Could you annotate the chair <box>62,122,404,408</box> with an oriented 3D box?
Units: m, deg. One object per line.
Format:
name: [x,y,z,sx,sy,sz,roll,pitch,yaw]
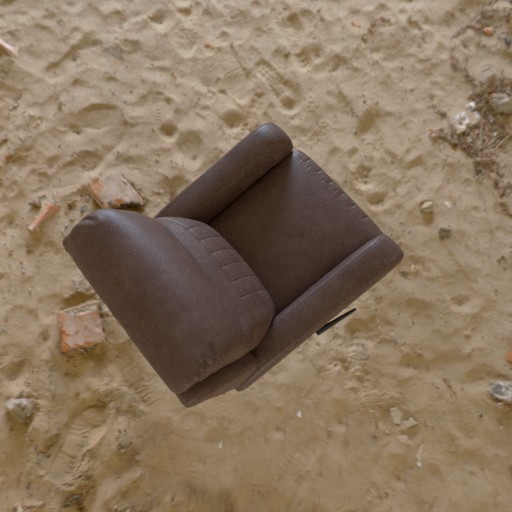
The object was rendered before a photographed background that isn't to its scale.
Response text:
chair: [0.000,0.000,1.832,1.067,1.067,0.865,-39,77,-11]
